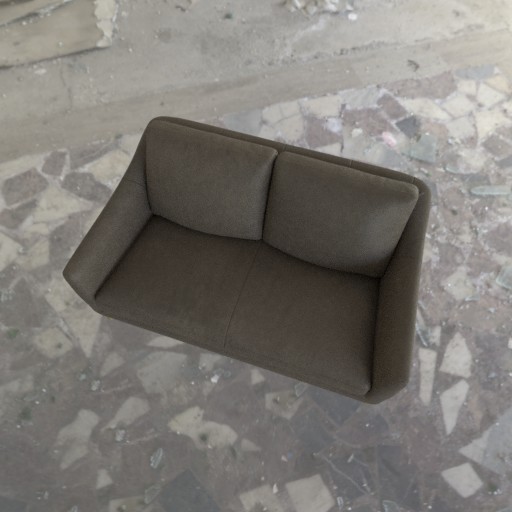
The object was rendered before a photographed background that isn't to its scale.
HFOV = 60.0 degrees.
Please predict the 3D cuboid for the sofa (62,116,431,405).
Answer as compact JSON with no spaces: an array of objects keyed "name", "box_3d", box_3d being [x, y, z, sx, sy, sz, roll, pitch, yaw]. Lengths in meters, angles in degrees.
[{"name":"sofa","box_3d":[0.000,0.000,2.269,1.619,0.902,0.960,16,61,9]}]
